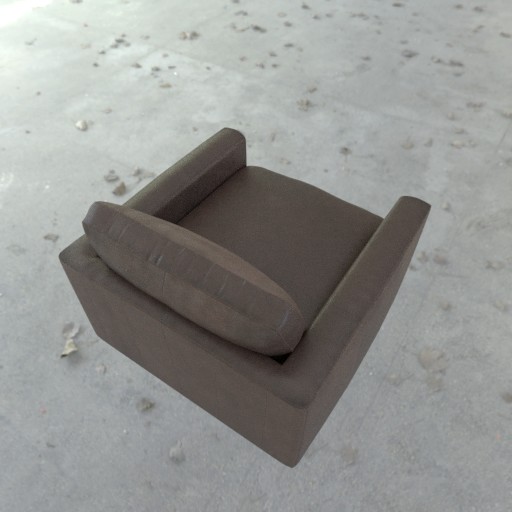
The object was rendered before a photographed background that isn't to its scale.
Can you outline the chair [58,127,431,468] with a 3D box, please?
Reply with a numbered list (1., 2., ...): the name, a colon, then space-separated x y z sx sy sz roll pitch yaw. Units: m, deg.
1. chair: 0.000 0.000 1.831 1.100 0.812 1.069 26 53 22
